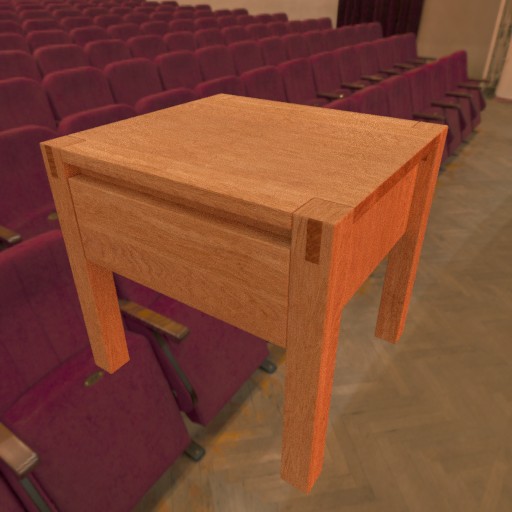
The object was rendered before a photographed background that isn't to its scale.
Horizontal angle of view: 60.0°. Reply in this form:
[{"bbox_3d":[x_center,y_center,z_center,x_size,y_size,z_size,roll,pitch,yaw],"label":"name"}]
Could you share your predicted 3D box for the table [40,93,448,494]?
[{"bbox_3d":[0.000,0.000,0.813,0.480,0.450,0.440,19,36,29],"label":"table"}]
